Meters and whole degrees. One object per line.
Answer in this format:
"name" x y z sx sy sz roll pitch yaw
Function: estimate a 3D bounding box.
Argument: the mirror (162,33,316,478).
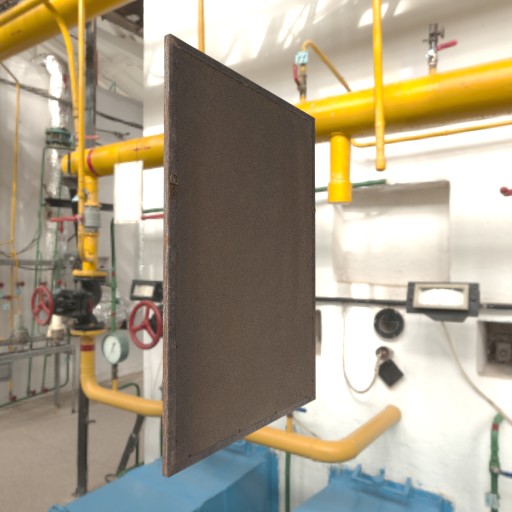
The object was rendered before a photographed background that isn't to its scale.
"mirror" 0.000 0.000 1.285 0.025 0.996 0.705 -1 -1 35
